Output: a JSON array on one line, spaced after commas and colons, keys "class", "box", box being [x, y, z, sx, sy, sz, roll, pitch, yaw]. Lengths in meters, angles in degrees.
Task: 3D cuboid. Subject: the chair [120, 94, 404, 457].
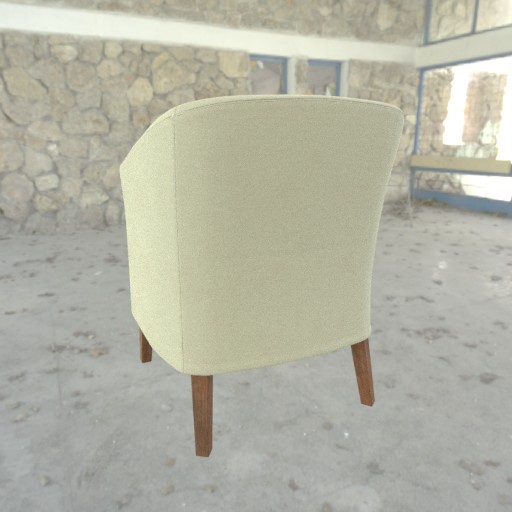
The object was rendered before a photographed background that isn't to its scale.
[{"class": "chair", "box": [0.000, 0.000, 1.279, 0.643, 0.822, 0.657, -7, 16, -24]}]
